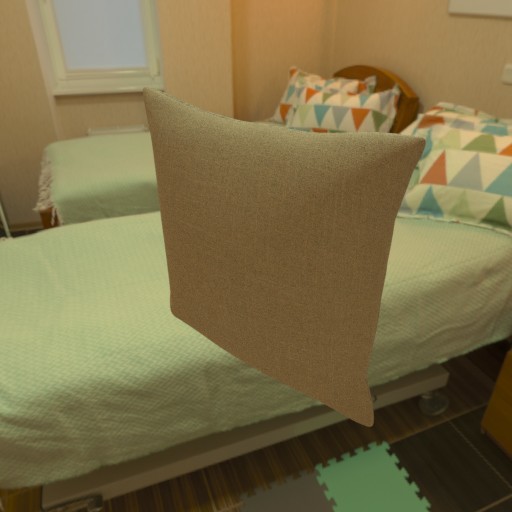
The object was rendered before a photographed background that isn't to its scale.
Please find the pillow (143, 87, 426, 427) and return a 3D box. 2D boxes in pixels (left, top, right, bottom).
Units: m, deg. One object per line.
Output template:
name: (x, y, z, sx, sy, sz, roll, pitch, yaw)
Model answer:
pillow: (0.000, 0.000, 0.773, 0.512, 0.506, 0.178, 23, 38, 33)
